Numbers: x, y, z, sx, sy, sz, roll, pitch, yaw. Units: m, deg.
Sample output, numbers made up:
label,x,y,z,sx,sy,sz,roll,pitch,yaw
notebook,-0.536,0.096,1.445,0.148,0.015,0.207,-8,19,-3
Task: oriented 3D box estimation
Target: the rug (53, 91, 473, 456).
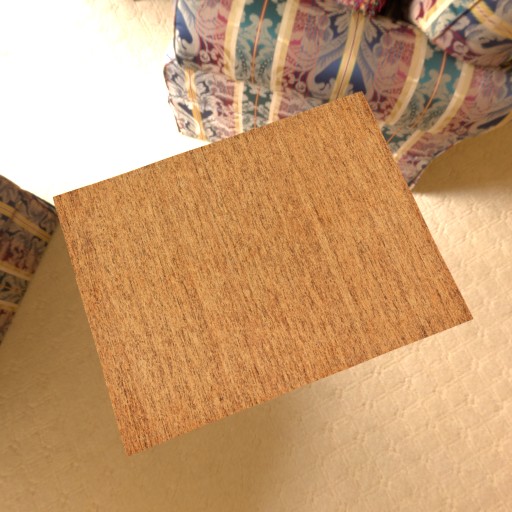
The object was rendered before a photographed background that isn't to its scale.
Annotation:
label,x,y,z,sx,sy,sz,roll,pitch,yaw
rug,0.000,0.000,4.062,3.200,0.012,2.438,-20,77,-5
